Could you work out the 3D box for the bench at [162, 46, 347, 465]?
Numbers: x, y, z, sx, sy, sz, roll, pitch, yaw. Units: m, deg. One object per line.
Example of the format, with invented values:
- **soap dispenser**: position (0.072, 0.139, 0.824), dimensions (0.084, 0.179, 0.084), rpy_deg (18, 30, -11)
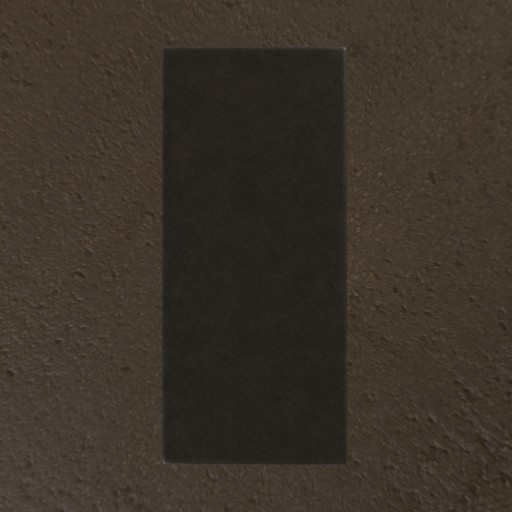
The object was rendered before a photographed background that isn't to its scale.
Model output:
- **bench**: position (0.000, 0.000, 1.201), dimensions (0.401, 0.501, 0.905), rpy_deg (0, 89, 1)
